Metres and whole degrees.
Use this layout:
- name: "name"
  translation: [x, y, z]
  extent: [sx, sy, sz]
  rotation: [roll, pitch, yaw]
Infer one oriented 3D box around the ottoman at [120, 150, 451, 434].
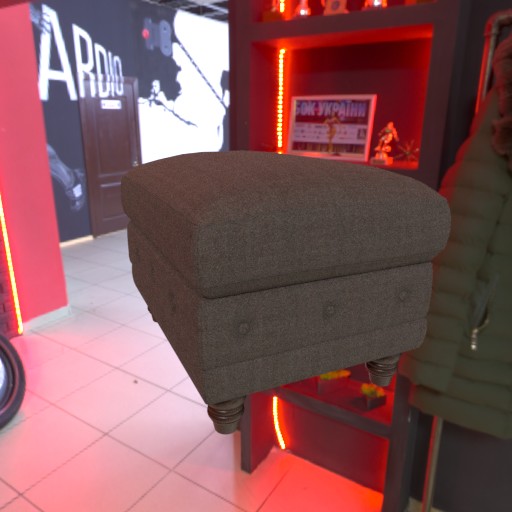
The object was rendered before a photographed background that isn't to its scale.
- name: "ottoman"
  translation: [0.000, 0.000, 1.242]
  extent: [0.599, 0.555, 0.809]
  rotation: [-8, 19, -24]
